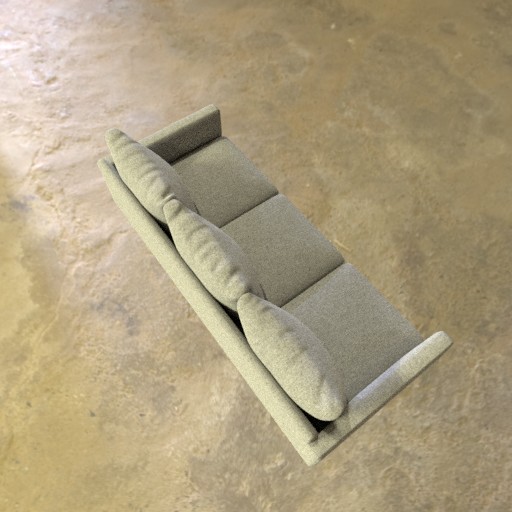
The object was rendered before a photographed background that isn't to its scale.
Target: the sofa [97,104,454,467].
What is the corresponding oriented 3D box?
[{"bbox_3d":[0.000,0.000,2.457,0.850,0.830,2.000,-33,65,-18],"label":"sofa"}]
